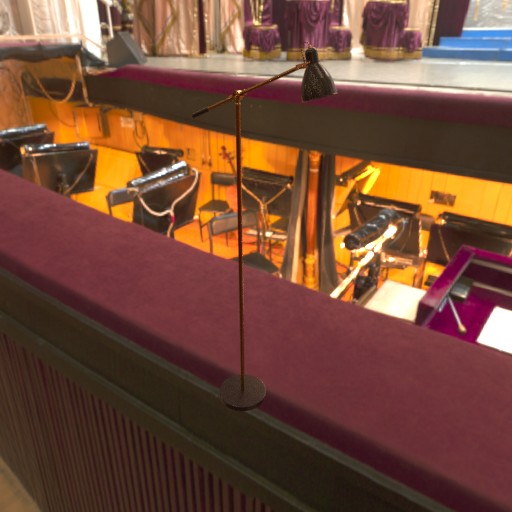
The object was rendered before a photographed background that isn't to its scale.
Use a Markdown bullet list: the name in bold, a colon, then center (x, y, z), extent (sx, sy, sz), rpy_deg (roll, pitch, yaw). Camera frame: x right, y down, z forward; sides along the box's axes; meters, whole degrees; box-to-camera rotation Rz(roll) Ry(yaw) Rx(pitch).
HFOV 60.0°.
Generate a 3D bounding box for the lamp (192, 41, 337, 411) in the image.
- **lamp**: center (0.000, 0.000, 1.866), extent (0.618, 1.628, 0.235), rpy_deg (17, 31, 31)
